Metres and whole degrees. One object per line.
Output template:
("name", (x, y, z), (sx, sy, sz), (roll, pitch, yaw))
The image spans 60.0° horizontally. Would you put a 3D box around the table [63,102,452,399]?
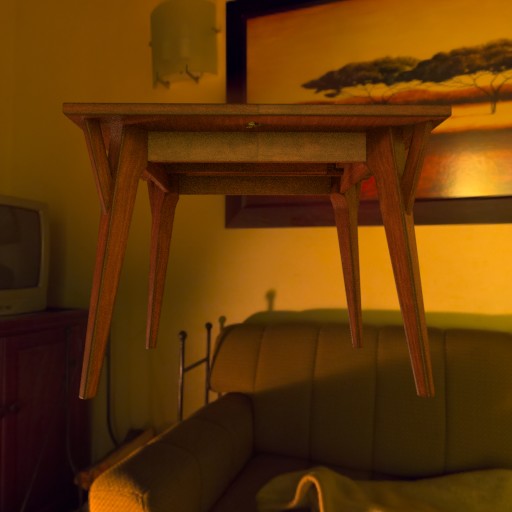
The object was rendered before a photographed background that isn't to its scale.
("table", (0.000, 0.000, 1.535), (0.991, 0.761, 0.838), (0, -2, -1))
